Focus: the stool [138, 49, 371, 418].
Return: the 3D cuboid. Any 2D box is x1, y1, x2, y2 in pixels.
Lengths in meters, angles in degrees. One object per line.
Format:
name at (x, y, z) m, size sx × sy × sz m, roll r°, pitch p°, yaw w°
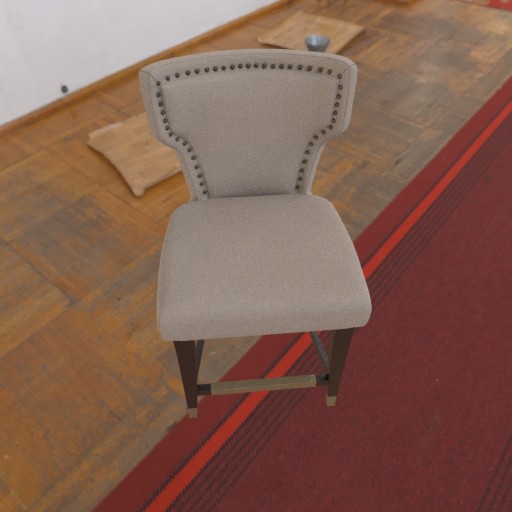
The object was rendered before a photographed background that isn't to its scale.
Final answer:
stool at (0.000, 0.000, 1.290) m, size 0.527 × 0.982 × 0.563 m, roll -4°, pitch 47°, yaw -3°
